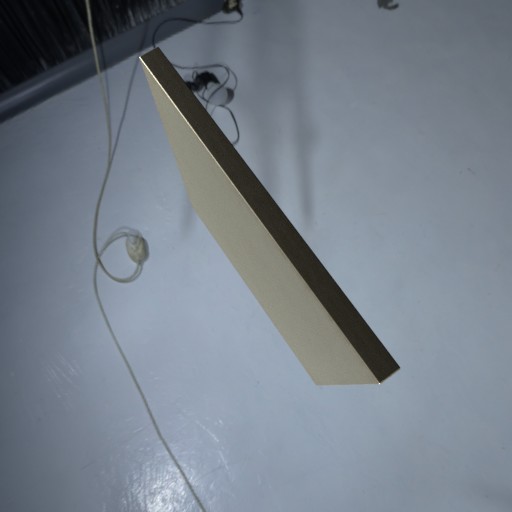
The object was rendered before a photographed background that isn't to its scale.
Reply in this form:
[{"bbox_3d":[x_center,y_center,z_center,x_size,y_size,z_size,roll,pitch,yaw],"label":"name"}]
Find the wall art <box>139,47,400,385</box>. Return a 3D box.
[{"bbox_3d":[0.000,0.000,0.770,0.030,0.506,0.503,-33,76,-9],"label":"wall art"}]
